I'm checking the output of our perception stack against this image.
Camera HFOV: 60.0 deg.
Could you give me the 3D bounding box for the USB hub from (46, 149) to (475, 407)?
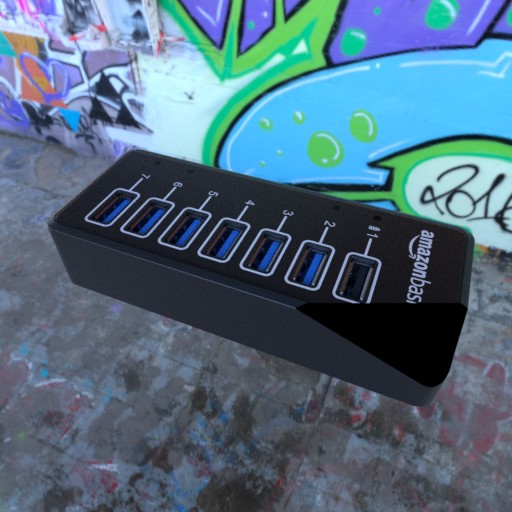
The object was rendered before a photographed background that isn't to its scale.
[{"bbox_3d":[0.000,0.000,0.127,0.110,0.023,0.044,16,47,16],"label":"USB hub"}]
